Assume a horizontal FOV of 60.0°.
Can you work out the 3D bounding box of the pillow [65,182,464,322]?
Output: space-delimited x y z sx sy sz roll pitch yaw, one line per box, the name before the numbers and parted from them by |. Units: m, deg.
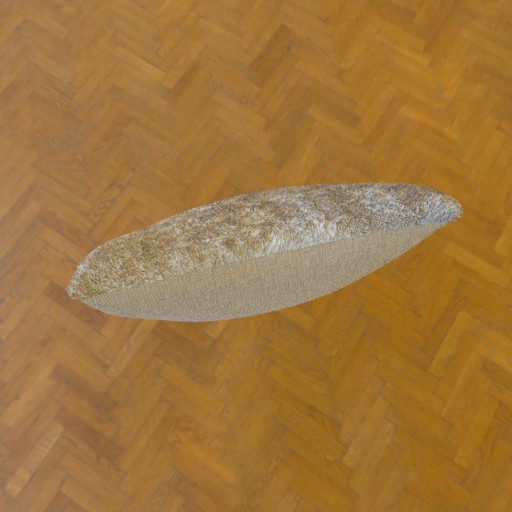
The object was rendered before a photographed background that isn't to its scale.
pillow | 0.000 0.000 0.811 0.529 0.515 0.218 -13 76 -3
